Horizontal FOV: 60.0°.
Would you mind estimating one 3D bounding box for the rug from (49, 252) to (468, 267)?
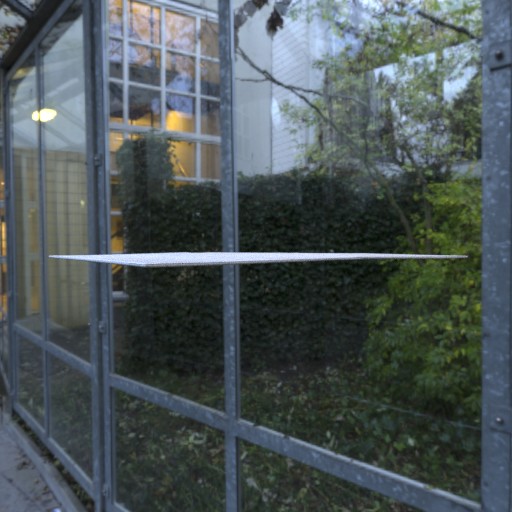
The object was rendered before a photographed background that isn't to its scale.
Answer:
[{"bbox_3d":[0.000,0.000,4.292,3.245,0.046,2.467,-1,2,-36],"label":"rug"}]
